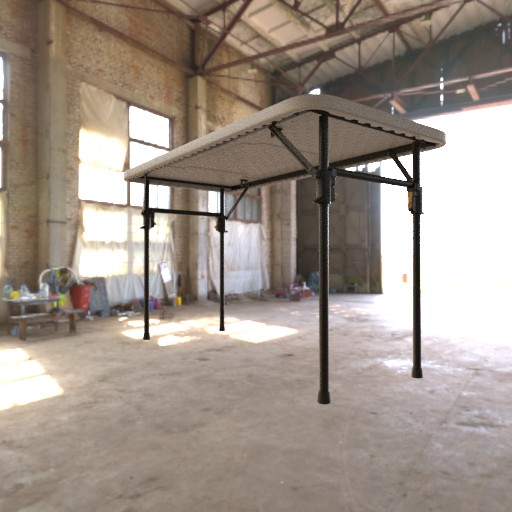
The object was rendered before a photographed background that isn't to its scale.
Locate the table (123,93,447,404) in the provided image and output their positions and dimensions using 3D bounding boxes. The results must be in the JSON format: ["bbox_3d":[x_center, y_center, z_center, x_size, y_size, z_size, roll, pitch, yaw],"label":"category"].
[{"bbox_3d":[0.000,0.000,1.640,0.610,0.729,1.219,0,-1,-37],"label":"table"}]
